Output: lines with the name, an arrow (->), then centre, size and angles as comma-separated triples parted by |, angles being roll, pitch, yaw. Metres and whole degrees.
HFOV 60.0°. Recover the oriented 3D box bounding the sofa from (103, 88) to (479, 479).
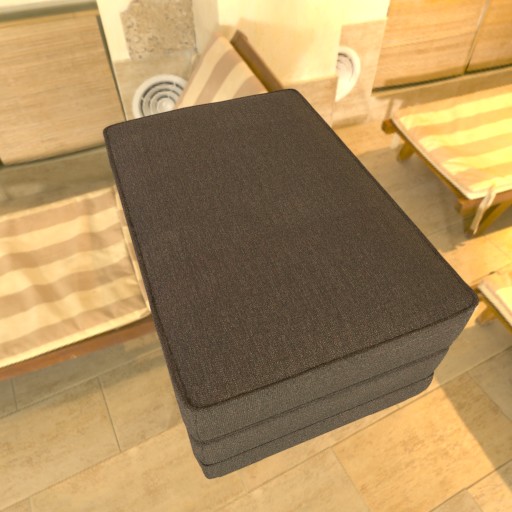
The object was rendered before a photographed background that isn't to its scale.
sofa -> 0.000, 0.000, 1.149 | 0.578, 0.457, 0.854 | -17, 52, -14
